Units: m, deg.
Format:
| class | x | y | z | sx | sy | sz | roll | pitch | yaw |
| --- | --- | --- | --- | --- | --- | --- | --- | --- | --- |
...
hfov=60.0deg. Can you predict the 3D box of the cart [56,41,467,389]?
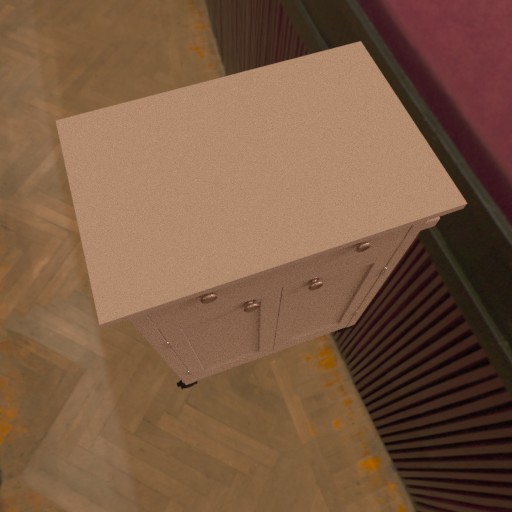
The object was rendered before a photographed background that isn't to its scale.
| class | x | y | z | sx | sy | sz | roll | pitch | yaw |
| --- | --- | --- | --- | --- | --- | --- | --- | --- | --- |
| cart | 0.000 | 0.000 | 1.227 | 0.683 | 0.864 | 0.442 | -18 | 66 | -8 |
